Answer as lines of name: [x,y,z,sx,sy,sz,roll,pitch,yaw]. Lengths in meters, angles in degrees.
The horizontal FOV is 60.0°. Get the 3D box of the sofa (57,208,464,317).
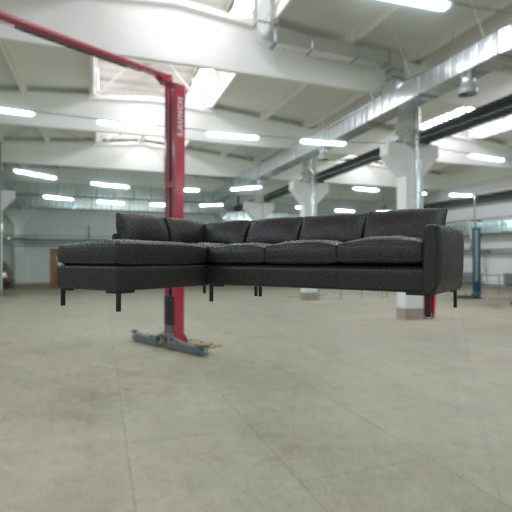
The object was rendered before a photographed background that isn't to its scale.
sofa: [0.000,0.000,3.831,2.984,0.877,1.938,0,-1,35]
